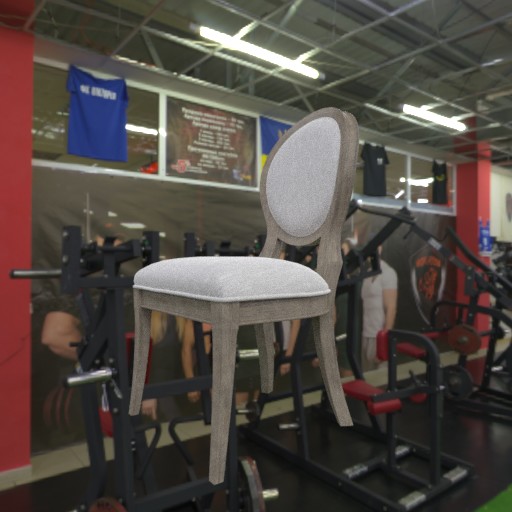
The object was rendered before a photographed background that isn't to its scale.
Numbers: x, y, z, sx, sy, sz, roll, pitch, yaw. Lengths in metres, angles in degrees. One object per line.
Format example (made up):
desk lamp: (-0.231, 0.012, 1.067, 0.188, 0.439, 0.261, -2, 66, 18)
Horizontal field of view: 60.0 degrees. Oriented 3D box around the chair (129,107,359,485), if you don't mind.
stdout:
chair: (0.000, 0.000, 1.349, 0.602, 0.990, 0.558, 0, 0, -35)
